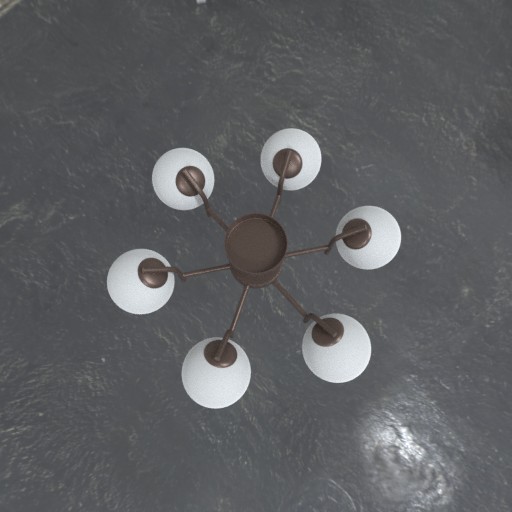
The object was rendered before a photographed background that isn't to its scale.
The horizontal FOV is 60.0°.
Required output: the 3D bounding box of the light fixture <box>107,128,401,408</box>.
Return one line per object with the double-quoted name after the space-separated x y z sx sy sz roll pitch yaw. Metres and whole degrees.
0.000 0.000 0.969 0.662 0.201 0.662 0 75 0 "light fixture"
